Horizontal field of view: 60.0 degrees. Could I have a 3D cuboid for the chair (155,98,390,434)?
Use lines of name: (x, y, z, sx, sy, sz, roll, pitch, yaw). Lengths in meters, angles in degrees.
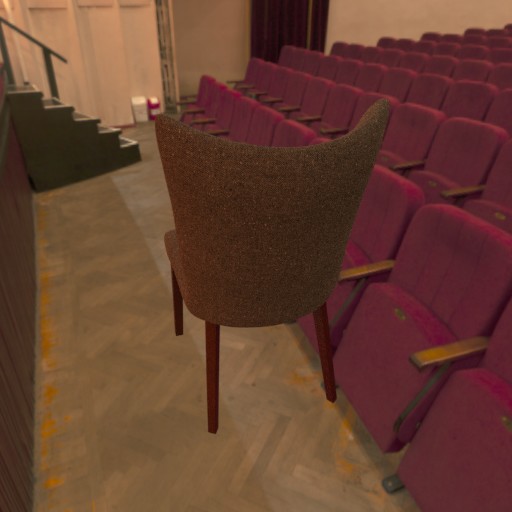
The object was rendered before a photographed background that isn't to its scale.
chair: (0.000, 0.000, 1.315, 0.535, 0.924, 0.623, -9, 30, -15)
